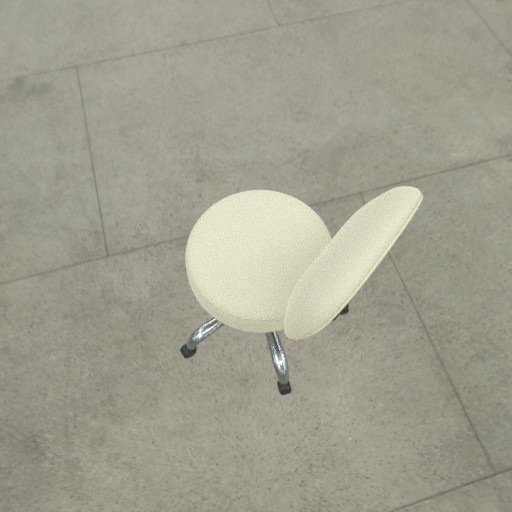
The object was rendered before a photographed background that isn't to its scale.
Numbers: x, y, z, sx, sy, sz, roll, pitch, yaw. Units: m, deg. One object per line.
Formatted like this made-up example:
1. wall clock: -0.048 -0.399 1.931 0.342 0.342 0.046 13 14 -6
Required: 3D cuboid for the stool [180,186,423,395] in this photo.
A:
1. stool: 0.000 0.000 1.252 0.616 0.810 0.609 35 68 16
